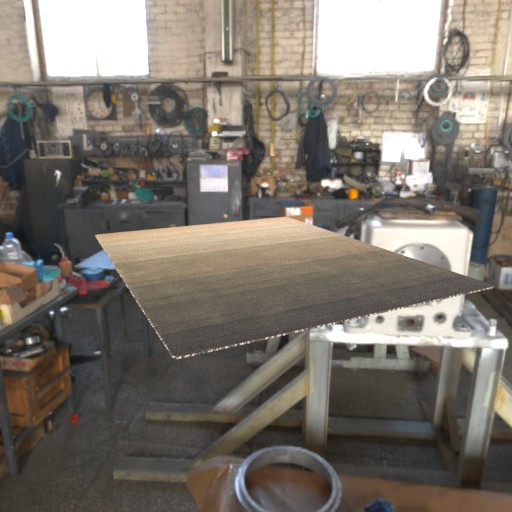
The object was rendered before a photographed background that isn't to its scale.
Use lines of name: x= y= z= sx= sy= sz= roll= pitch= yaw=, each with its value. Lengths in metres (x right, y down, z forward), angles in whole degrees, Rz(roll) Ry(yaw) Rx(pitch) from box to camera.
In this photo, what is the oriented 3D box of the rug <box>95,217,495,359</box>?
rug: x=0.000 y=0.000 z=3.841 sx=2.306 sy=0.017 sz=2.902 roll=-8 pitch=17 yaw=-25
